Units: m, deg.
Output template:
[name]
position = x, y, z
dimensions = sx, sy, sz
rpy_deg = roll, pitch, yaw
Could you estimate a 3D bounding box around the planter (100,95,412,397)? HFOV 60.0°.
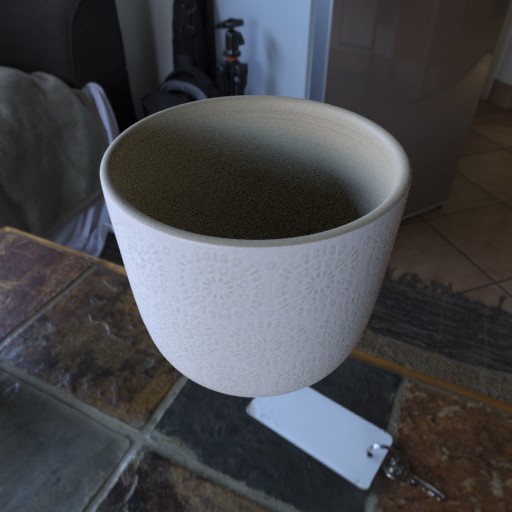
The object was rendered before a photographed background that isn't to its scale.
[planter]
position = 0.000, 0.000, 0.365
dimensions = 0.208, 0.190, 0.208
rpy_deg = 0, 41, 0
